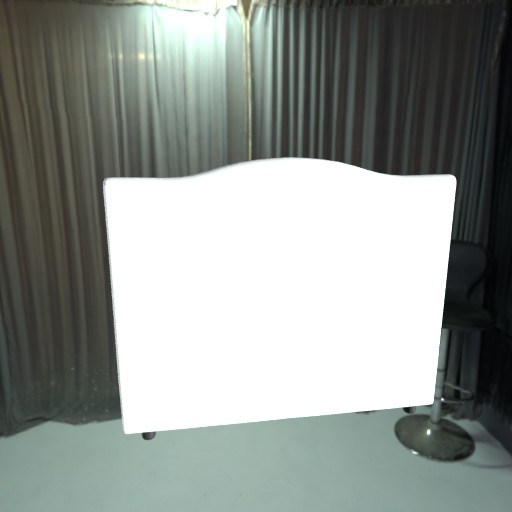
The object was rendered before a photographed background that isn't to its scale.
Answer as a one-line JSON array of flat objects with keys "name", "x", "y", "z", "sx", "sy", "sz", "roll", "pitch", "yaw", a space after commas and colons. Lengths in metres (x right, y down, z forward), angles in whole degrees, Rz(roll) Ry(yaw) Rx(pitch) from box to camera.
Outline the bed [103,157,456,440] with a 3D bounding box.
[{"name": "bed", "x": 0.000, "y": 0.000, "z": 3.289, "sx": 1.753, "sy": 1.460, "sz": 2.143, "roll": -2, "pitch": 14, "yaw": -9}]
